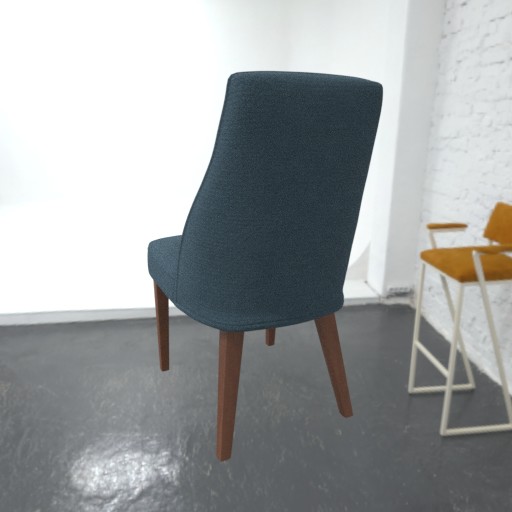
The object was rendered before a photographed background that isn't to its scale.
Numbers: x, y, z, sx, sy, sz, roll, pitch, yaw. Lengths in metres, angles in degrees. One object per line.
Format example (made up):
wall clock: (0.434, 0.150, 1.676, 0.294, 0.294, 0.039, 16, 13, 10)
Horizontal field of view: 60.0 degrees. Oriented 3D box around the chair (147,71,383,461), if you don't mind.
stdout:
chair: (0.000, 0.000, 1.283, 0.500, 0.930, 0.620, -8, 17, -26)
